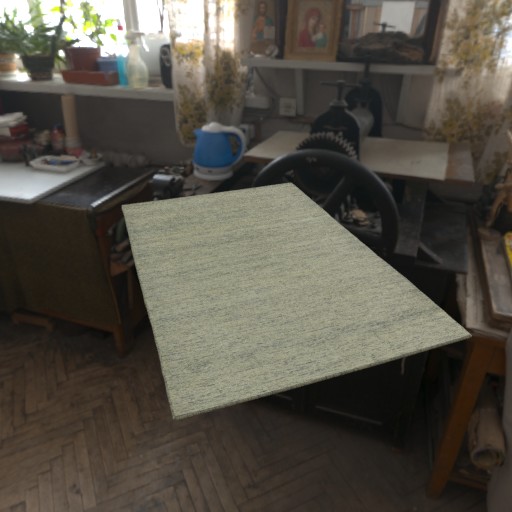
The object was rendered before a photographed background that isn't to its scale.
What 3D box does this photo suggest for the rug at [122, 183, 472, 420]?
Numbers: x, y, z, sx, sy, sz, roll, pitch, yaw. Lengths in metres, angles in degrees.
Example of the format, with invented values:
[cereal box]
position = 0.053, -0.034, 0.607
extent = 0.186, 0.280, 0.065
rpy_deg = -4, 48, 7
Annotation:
[rug]
position = 0.000, 0.000, 2.383
extent = 1.243, 0.014, 1.846
rpy_deg = -10, 32, -17
